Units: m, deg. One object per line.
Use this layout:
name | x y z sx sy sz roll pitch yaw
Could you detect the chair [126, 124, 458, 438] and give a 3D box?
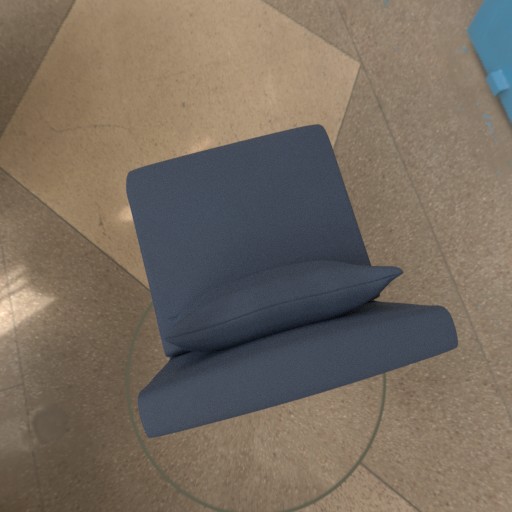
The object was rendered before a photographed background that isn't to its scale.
chair | 0.000 0.000 1.492 0.770 0.808 0.900 -15 76 -4
